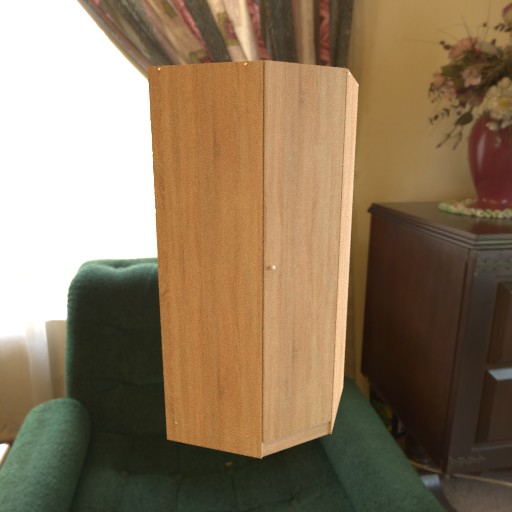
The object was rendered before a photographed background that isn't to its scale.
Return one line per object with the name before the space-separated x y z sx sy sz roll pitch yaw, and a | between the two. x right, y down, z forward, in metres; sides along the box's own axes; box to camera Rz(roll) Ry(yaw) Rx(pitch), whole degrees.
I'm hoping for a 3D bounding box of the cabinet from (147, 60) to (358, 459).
cabinet | 0.000 0.000 2.834 1.327 2.120 1.094 -7 15 -26
